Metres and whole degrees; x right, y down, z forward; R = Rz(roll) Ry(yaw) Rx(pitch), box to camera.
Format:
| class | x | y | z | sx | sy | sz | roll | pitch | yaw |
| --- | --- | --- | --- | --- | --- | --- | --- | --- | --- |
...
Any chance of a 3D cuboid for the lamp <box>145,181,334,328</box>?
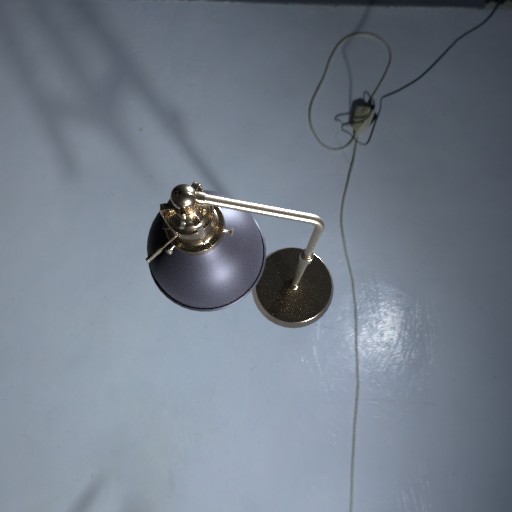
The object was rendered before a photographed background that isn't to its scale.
| class | x | y | z | sx | sy | sz | roll | pitch | yaw |
| --- | --- | --- | --- | --- | --- | --- | --- | --- | --- |
| lamp | 0.000 | 0.000 | 0.609 | 0.291 | 0.456 | 0.160 | 1 | 76 | 0 |
